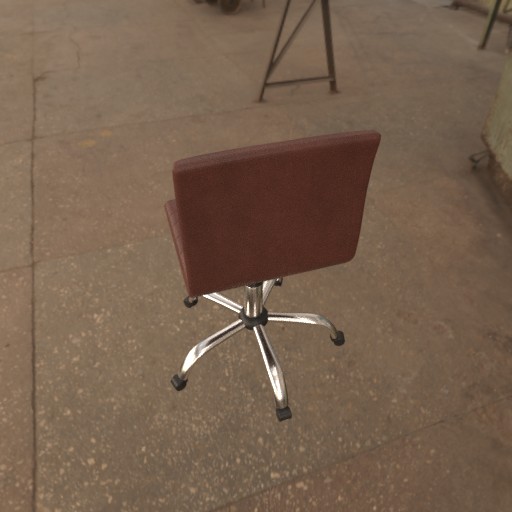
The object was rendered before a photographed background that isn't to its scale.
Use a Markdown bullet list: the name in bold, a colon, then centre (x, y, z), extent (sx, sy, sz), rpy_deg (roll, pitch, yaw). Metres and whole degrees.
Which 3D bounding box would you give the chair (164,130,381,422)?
- **chair**: centre (0.000, 0.000, 1.140), extent (0.556, 0.780, 0.530), rpy_deg (-12, 44, -13)
